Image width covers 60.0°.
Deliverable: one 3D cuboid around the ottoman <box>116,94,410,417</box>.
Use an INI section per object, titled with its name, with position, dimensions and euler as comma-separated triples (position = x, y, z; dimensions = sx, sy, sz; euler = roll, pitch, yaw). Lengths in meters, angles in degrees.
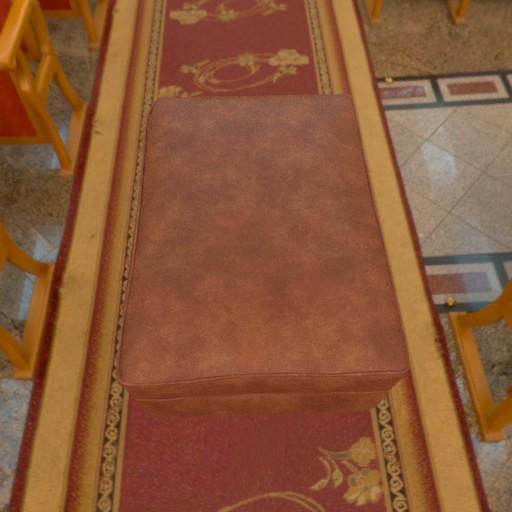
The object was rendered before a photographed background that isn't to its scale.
[ottoman]
position = 0.000, 0.000, 0.991
dimensions = 0.501, 0.418, 0.665
euler = -2, 59, -1
